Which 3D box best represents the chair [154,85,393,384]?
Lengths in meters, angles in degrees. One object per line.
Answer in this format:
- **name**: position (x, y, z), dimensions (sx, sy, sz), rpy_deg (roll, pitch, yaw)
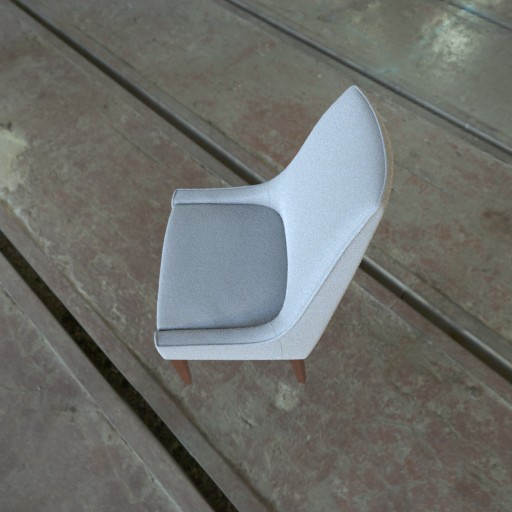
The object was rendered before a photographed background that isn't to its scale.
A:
- **chair**: position (0.000, 0.000, 1.239), dimensions (0.544, 0.861, 0.529), rpy_deg (0, 57, 0)
